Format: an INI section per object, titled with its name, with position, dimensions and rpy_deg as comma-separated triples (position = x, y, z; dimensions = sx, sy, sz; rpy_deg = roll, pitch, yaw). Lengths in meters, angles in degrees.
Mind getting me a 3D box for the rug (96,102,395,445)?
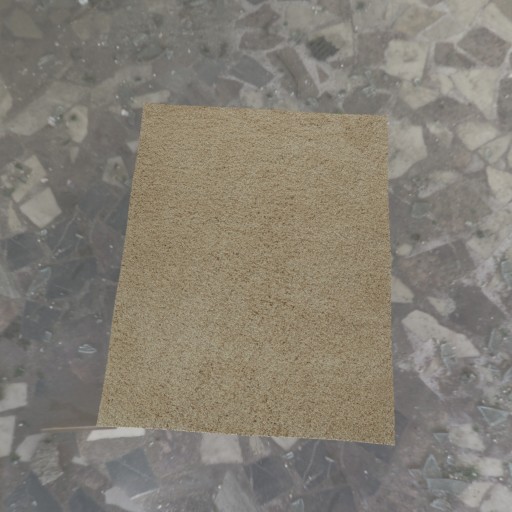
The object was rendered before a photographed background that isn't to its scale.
[rug]
position = 0.000, 0.000, 3.962
dimensions = 2.400, 0.025, 3.000
rpy_deg = 3, 75, 1
